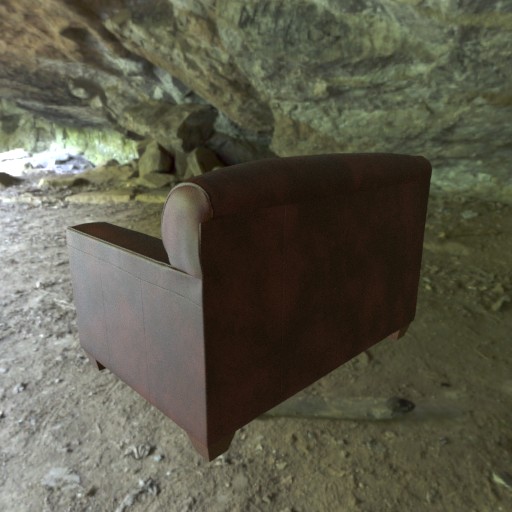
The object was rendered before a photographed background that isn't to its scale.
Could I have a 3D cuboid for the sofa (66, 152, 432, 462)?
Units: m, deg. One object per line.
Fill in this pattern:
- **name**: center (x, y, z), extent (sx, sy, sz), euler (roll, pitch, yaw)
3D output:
- **sofa**: center (0.000, 0.000, 2.055), extent (1.413, 0.956, 1.000), euler (-15, 22, -42)
